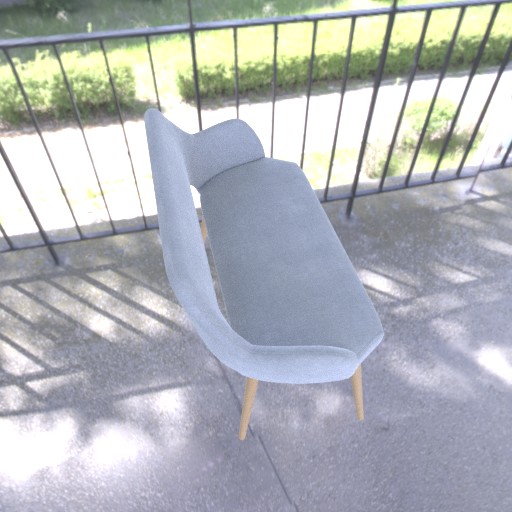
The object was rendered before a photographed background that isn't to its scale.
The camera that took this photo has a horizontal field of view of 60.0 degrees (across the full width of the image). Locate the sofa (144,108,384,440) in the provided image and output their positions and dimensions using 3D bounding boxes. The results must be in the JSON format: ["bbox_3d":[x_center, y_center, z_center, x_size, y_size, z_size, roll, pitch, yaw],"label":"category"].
[{"bbox_3d":[0.000,0.000,1.616,0.610,0.840,1.150,-10,49,-9],"label":"sofa"}]
